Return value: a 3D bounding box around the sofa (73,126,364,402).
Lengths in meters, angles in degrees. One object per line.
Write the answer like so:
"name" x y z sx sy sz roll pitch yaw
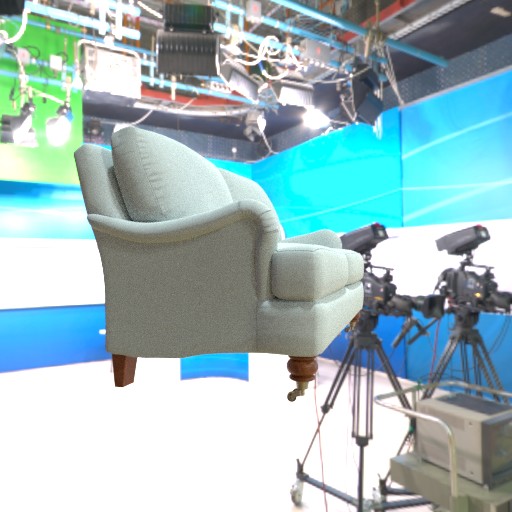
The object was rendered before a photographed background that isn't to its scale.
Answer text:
"sofa" 0.000 0.000 2.558 1.084 1.101 1.853 0 -1 19
